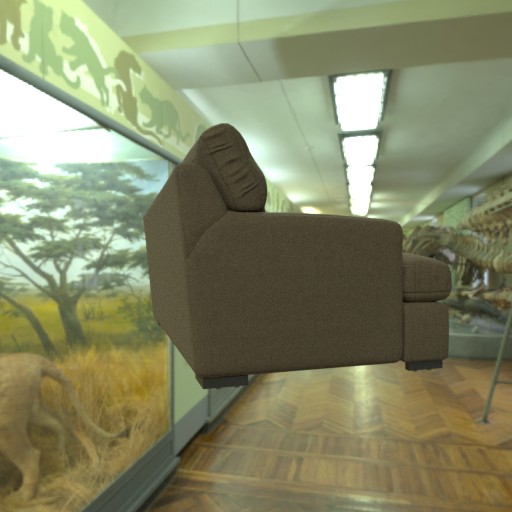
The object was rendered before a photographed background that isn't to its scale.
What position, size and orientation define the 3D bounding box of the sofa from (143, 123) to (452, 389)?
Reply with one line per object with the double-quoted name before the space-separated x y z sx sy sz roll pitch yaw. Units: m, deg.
"sofa" 0.000 0.000 2.506 1.140 0.950 1.869 0 -1 -18
